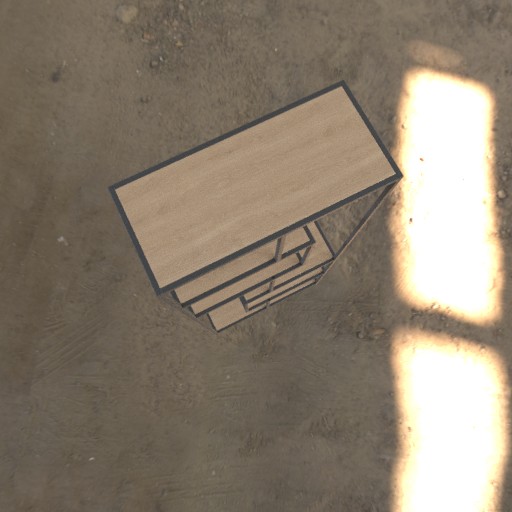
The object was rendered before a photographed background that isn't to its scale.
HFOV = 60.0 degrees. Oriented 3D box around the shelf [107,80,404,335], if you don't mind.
[{"bbox_3d":[0.000,0.000,2.159,0.770,1.850,0.350,-26,78,-6],"label":"shelf"}]
